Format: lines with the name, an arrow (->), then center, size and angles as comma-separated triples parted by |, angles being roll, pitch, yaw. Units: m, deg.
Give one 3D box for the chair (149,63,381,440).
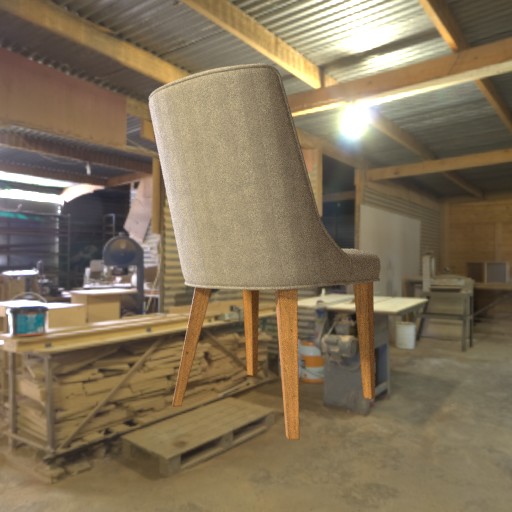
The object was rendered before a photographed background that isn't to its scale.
chair -> 0.000, 0.000, 1.343 | 0.548, 0.916, 0.636 | 0, 0, 37
